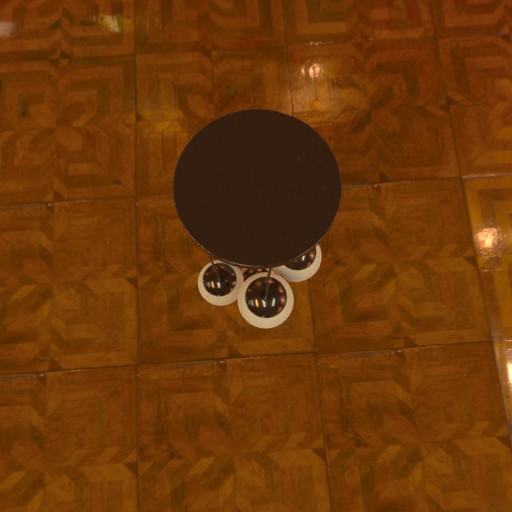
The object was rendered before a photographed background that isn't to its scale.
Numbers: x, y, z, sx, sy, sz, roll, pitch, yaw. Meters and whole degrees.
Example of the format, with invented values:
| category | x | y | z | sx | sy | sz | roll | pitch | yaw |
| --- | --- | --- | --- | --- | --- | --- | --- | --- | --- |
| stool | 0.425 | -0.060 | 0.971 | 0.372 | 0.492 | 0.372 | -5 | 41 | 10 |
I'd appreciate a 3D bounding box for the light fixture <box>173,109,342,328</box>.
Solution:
| category | x | y | z | sx | sy | sz | roll | pitch | yaw |
| --- | --- | --- | --- | --- | --- | --- | --- | --- | --- |
| light fixture | 0.000 | 0.000 | 1.522 | 0.484 | 1.271 | 0.489 | -2 | 76 | 0 |
